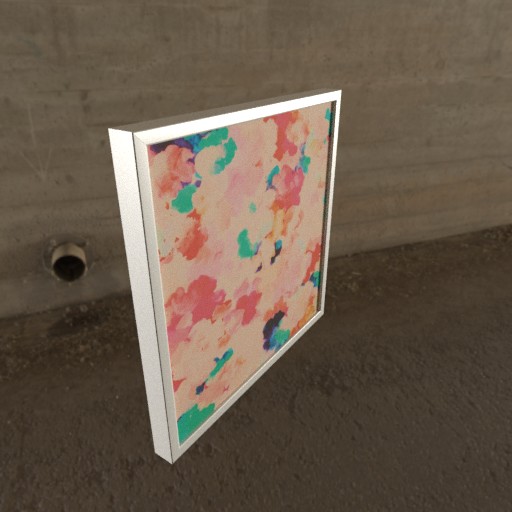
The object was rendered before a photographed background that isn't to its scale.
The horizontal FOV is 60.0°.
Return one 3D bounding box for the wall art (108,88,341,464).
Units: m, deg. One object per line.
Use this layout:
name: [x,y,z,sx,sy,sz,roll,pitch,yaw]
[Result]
wall art: [0.000,0.000,0.771,0.038,0.505,0.506,17,31,31]
